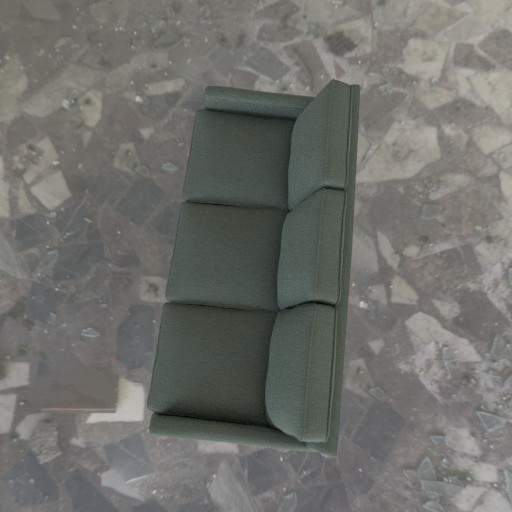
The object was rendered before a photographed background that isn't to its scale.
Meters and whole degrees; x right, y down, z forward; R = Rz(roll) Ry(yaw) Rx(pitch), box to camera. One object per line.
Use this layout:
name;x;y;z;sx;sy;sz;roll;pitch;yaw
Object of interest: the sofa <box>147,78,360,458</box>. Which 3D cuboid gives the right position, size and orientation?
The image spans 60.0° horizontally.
sofa;0.000;0.000;2.835;1.084;1.003;2.246;6;75;2
